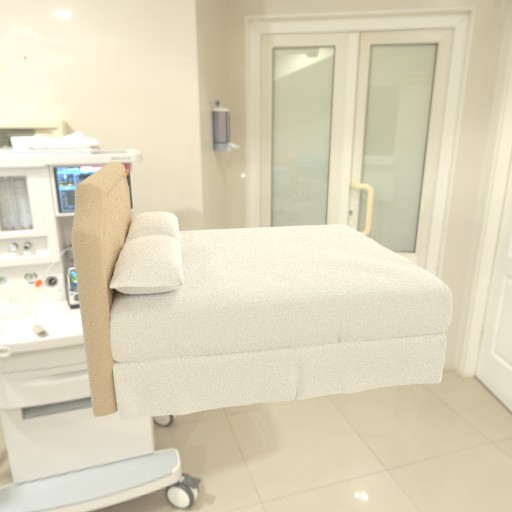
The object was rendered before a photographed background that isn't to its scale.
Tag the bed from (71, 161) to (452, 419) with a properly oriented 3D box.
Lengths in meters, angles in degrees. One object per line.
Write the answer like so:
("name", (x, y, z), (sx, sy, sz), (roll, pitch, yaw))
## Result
("bed", (0.000, 0.000, 3.853), (2.548, 1.524, 2.134), (-3, 17, -10))
